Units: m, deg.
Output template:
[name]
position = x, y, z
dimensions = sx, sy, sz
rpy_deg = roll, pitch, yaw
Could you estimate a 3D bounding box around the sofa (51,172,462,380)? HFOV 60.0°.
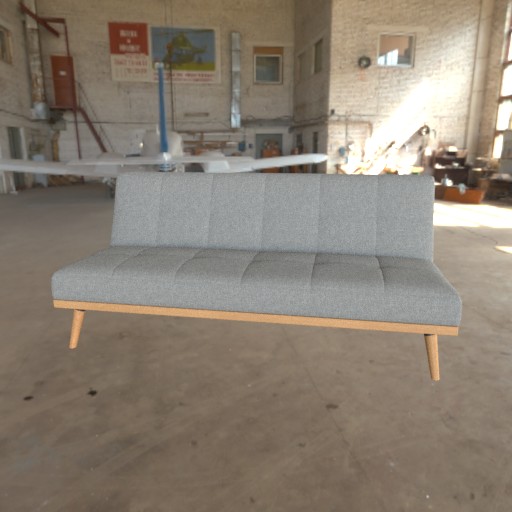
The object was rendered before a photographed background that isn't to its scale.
[sofa]
position = 0.000, 0.000, 2.266
dimensions = 1.820, 0.800, 0.800
rpy_deg = 3, 14, 10
